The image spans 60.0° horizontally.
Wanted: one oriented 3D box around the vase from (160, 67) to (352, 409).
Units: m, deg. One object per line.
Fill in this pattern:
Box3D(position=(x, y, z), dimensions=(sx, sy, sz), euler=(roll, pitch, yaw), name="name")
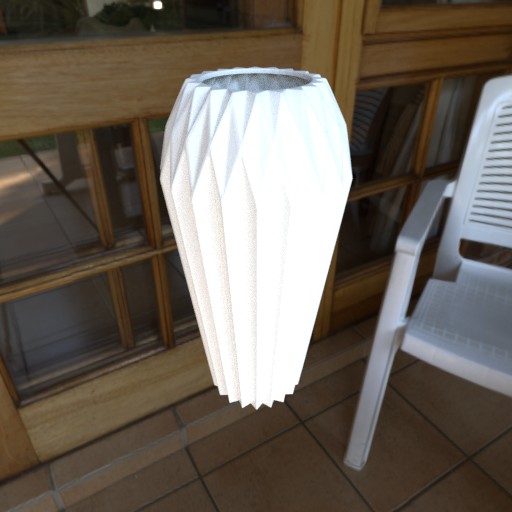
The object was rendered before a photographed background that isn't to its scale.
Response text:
Box3D(position=(0.000, 0.000, 0.348), dimensions=(0.133, 0.263, 0.133), euler=(0, 32, 0), name="vase")
